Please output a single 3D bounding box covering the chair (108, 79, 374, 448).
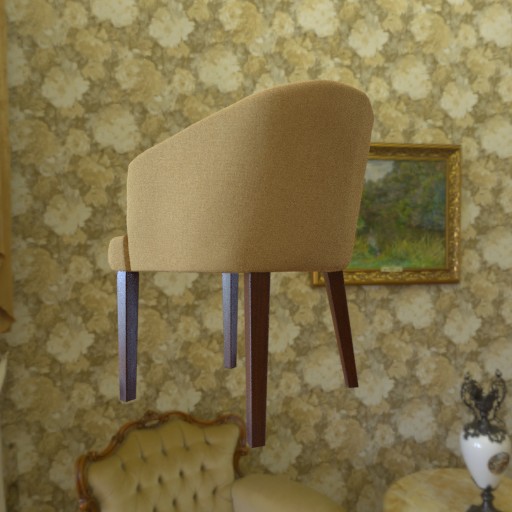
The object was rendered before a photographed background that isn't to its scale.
[{"bbox_3d":[0.000,0.000,1.264,0.655,0.811,0.583,0,0,36],"label":"chair"}]
